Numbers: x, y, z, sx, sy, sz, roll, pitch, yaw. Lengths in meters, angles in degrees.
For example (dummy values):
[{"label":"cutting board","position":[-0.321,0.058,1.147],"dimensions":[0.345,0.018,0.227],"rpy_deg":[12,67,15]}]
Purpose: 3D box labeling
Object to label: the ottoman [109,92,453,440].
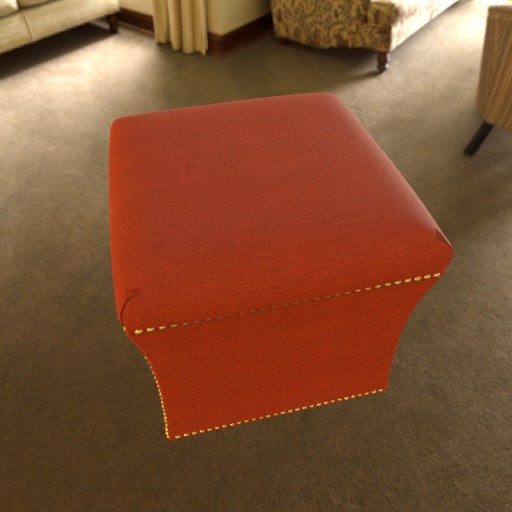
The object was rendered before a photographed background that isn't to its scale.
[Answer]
[{"label":"ottoman","position":[0.000,0.000,0.901],"dimensions":[0.497,0.475,0.507],"rpy_deg":[-10,47,-9]}]
